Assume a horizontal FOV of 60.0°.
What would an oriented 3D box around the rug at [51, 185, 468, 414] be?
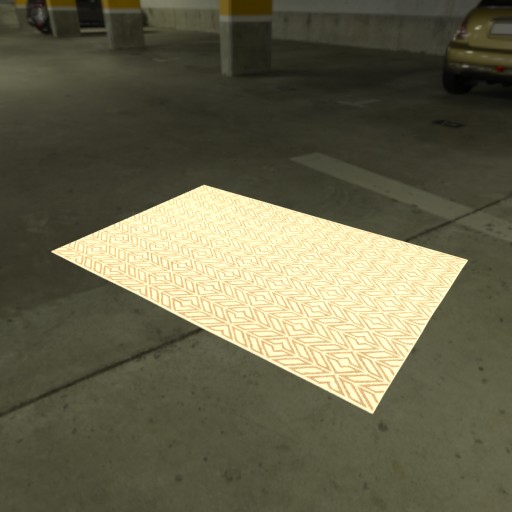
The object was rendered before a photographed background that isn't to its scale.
[{"bbox_3d":[0.000,0.000,2.337,1.828,0.007,1.220,20,36,31],"label":"rug"}]
